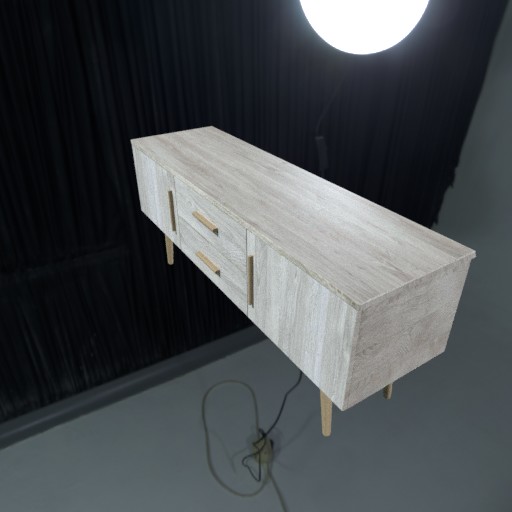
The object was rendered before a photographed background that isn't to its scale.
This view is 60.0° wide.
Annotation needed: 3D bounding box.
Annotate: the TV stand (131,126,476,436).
[{"bbox_3d":[0.000,0.000,1.570,0.401,0.565,1.313,-19,36,-28],"label":"TV stand"}]
